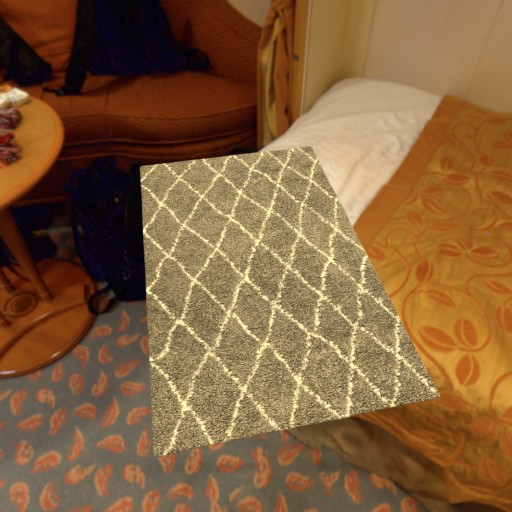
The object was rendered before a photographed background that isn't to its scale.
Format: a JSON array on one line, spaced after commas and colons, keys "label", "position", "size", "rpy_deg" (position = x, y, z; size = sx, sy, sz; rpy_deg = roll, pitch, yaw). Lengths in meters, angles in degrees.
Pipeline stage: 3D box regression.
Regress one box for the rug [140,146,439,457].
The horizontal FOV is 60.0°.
[{"label": "rug", "position": [0.000, 0.000, 3.089], "size": [1.524, 0.030, 2.438], "rpy_deg": [-9, 48, -8]}]
